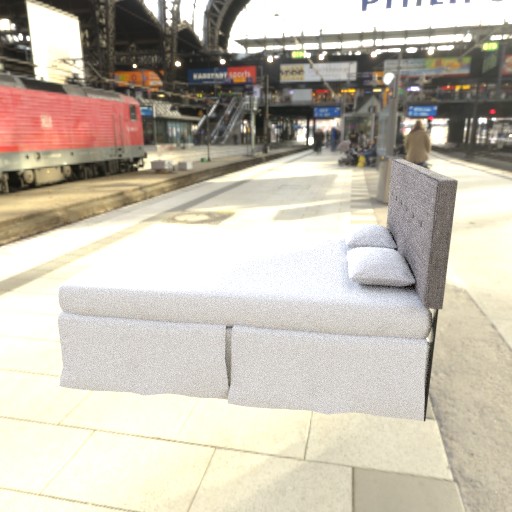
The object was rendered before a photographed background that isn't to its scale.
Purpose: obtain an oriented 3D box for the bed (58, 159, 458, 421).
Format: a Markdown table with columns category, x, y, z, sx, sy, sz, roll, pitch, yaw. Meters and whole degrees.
| category | x | y | z | sx | sy | sz | roll | pitch | yaw |
| --- | --- | --- | --- | --- | --- | --- | --- | --- | --- |
| bed | 0.000 | 0.000 | 2.888 | 1.958 | 1.168 | 1.621 | 3 | 16 | 9 |
